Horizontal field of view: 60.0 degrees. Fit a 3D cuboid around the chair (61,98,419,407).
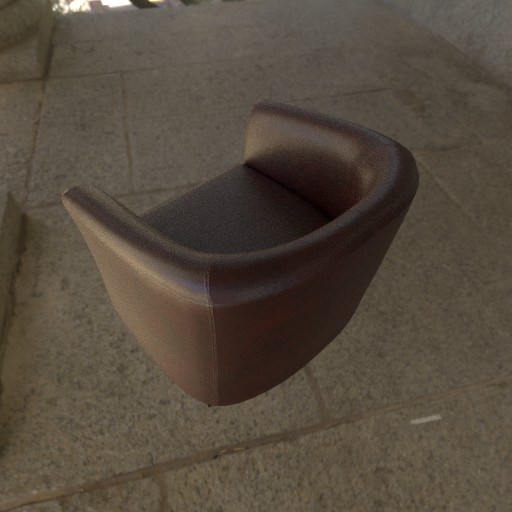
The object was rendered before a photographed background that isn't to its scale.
[{"bbox_3d":[0.000,0.000,1.359,0.792,0.756,0.727,-35,56,-28],"label":"chair"}]
